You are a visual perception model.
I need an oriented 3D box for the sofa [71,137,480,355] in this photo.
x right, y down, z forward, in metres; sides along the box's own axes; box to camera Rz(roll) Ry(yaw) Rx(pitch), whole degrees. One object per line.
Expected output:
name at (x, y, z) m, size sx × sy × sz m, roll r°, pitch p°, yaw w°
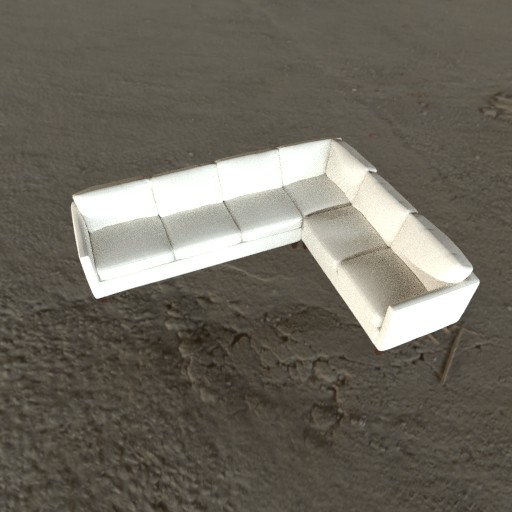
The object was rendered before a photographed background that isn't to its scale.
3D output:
sofa at (0.000, 0.000, 4.486) m, size 3.302 × 0.947 × 2.593 m, roll -16°, pitch 47°, yaw -15°
